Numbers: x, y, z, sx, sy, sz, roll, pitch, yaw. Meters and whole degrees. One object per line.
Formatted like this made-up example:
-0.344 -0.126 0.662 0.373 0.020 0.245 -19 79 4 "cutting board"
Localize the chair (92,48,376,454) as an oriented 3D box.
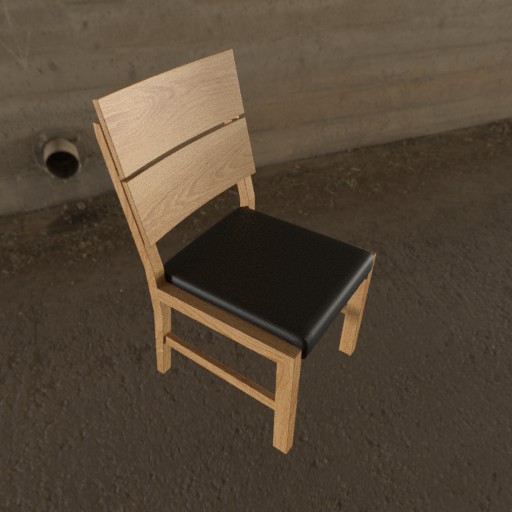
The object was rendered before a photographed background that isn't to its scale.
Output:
0.000 0.000 1.284 0.569 0.950 0.475 24 45 26 "chair"
